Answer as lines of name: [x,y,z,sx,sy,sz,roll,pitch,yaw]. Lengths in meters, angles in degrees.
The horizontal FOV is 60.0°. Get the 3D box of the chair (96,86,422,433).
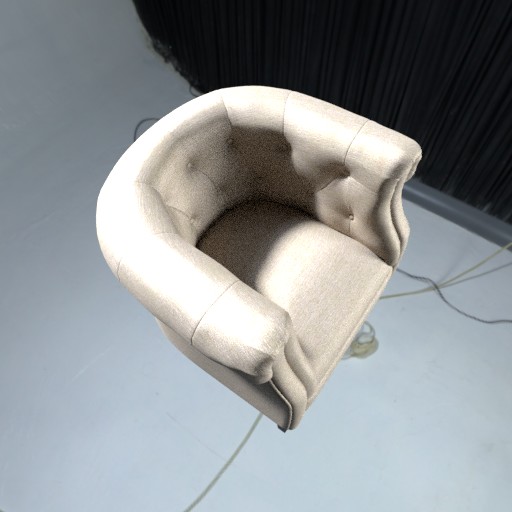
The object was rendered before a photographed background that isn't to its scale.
chair: [0.000,0.000,1.570,0.852,0.827,0.905,31,63,18]
